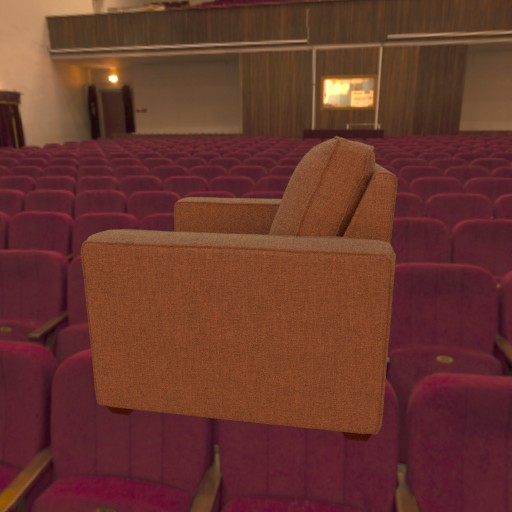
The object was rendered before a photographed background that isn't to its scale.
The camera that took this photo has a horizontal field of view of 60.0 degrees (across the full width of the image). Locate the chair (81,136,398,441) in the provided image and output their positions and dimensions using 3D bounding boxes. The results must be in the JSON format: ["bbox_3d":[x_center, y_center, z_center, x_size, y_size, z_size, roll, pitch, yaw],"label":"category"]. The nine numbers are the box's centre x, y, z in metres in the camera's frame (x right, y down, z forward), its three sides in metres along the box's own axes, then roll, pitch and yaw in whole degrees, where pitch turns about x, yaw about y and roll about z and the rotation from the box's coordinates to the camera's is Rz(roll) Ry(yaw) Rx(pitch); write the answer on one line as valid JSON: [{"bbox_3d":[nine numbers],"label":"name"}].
[{"bbox_3d":[0.000,0.000,1.749,0.940,0.914,1.016,3,15,9],"label":"chair"}]
